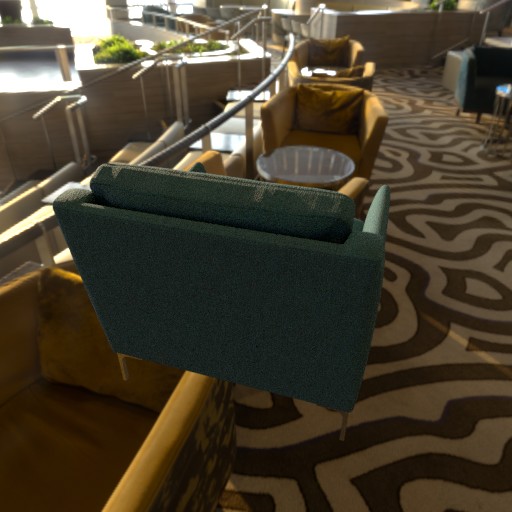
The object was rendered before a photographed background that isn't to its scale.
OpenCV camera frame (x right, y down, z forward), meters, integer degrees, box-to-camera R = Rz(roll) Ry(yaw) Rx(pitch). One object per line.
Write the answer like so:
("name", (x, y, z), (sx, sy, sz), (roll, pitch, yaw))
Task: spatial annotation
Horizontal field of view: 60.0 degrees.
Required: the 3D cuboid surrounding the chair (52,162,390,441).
("chair", (0.000, 0.000, 1.527), (0.847, 0.828, 0.849), (10, 34, 15))
